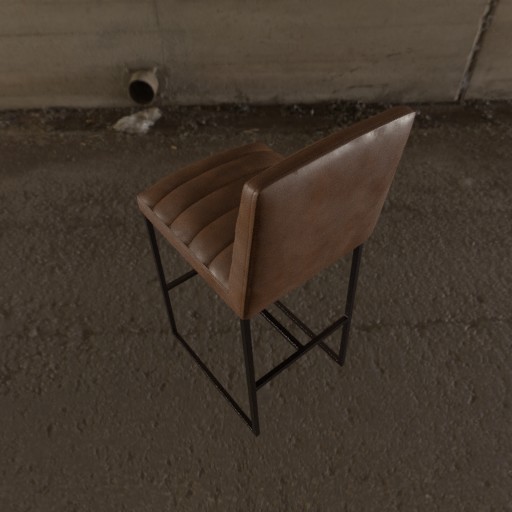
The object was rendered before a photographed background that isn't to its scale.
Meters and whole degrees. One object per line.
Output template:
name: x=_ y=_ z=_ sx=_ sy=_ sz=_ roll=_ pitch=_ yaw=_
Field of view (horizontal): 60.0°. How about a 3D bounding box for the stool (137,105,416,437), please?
stool: x=0.000 y=0.000 z=1.360 sx=0.463 sy=1.065 sz=0.562 roll=-31 pitch=54 yaw=-26
